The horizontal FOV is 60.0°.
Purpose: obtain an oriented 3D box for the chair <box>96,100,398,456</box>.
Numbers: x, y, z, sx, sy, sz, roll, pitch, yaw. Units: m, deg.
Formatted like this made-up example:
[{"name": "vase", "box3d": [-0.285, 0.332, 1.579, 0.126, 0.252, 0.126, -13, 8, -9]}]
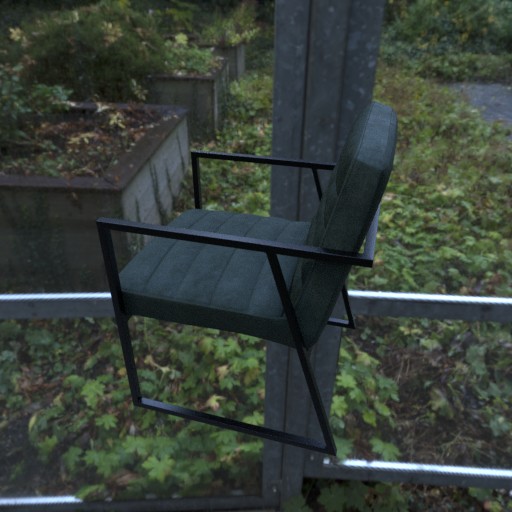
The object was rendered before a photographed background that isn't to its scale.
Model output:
[{"name": "chair", "box3d": [0.000, 0.000, 1.294, 0.677, 0.833, 0.571, 9, 32, 14]}]
